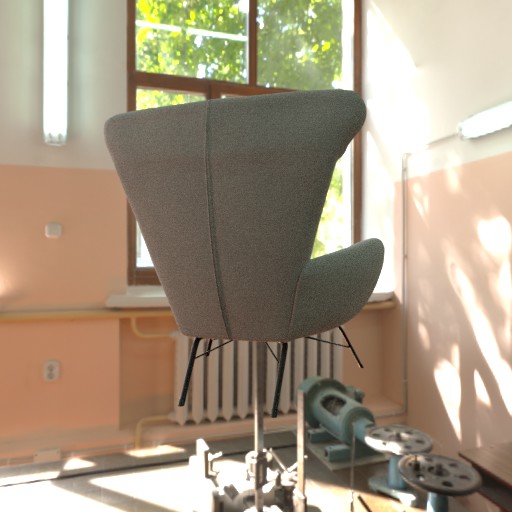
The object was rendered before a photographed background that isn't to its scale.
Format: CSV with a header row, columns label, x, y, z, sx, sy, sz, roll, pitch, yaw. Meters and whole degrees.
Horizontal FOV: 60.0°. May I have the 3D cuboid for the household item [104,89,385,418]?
label,x,y,z,sx,sy,sz,roll,pitch,yaw
household item,0.000,0.000,1.787,0.980,1.050,0.900,0,0,17
